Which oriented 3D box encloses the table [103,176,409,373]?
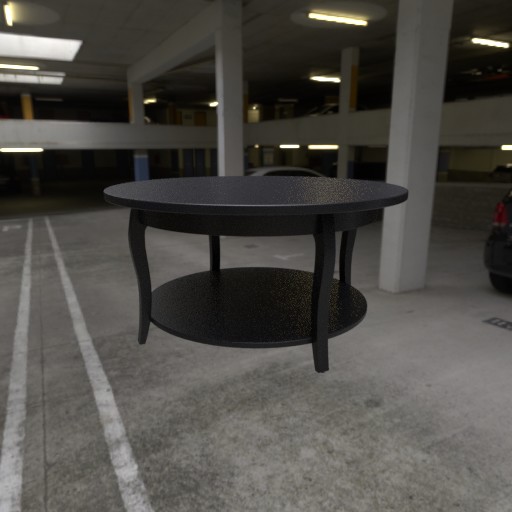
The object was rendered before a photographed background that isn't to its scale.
[{"bbox_3d":[0.000,0.000,1.456,0.914,0.457,0.914,0,14,0],"label":"table"}]
